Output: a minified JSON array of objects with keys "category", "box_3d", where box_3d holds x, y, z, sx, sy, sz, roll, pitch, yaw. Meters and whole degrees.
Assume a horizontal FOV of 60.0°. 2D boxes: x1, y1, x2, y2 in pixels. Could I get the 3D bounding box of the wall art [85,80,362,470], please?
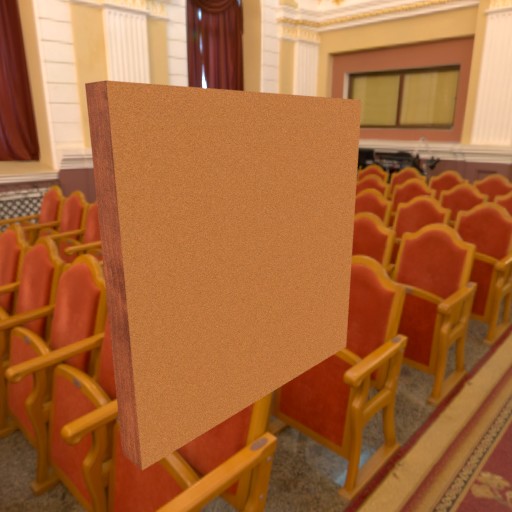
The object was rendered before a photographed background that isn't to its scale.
[{"category":"wall art","box_3d":[0.000,0.000,0.559,0.038,0.385,0.386,15,22,42]}]
